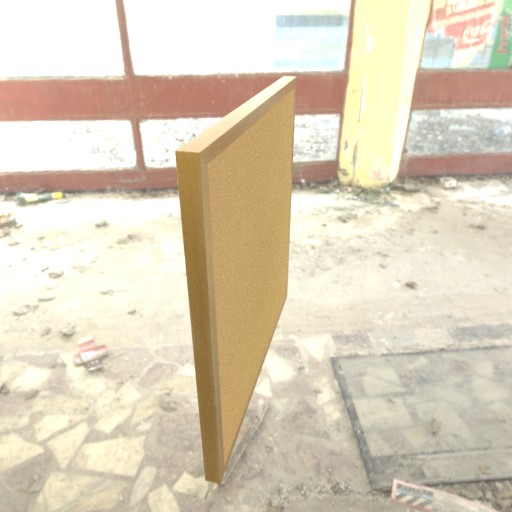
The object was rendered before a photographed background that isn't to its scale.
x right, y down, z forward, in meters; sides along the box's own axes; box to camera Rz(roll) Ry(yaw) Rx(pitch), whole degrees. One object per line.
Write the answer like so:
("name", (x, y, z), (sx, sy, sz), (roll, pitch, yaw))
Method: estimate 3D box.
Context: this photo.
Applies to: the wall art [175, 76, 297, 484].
("wall art", (0.000, 0.000, 1.134), (0.037, 0.760, 0.762), (7, 31, 13))
